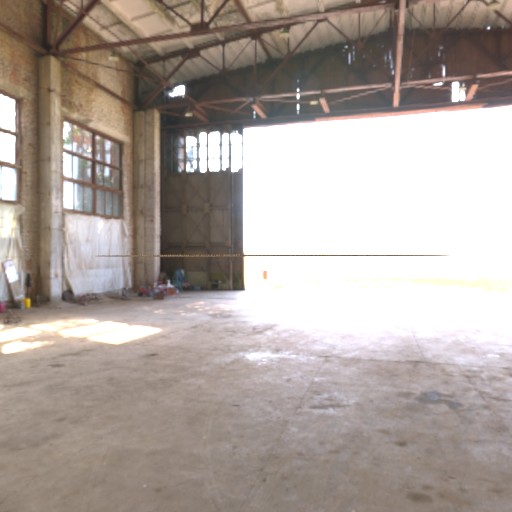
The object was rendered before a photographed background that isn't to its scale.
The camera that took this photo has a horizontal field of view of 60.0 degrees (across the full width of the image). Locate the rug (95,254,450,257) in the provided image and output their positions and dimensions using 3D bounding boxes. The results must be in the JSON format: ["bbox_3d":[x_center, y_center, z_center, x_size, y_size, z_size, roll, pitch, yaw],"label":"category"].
[{"bbox_3d":[0.000,0.000,3.008,2.432,0.006,1.520,0,0,36],"label":"rug"}]
